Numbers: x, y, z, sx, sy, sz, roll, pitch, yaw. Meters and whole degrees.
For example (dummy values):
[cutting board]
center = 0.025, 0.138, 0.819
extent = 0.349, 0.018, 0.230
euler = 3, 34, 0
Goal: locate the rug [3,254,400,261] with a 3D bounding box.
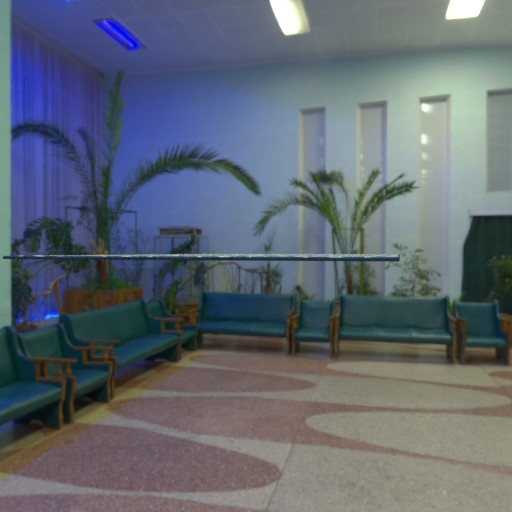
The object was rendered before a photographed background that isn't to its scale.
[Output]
[rug]
center = 0.000, 0.000, 3.675
extent = 2.270, 0.020, 2.881
euler = 0, 1, 18
